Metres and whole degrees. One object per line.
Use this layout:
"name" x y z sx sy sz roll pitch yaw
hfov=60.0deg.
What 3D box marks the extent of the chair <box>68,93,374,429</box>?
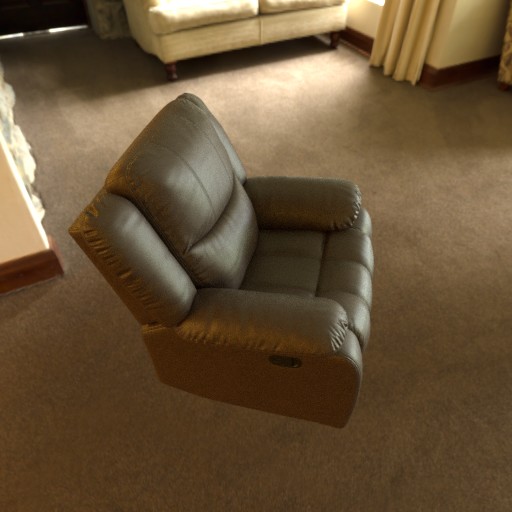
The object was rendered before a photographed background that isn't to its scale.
"chair" 0.000 0.000 1.712 0.934 1.009 0.899 9 45 9
